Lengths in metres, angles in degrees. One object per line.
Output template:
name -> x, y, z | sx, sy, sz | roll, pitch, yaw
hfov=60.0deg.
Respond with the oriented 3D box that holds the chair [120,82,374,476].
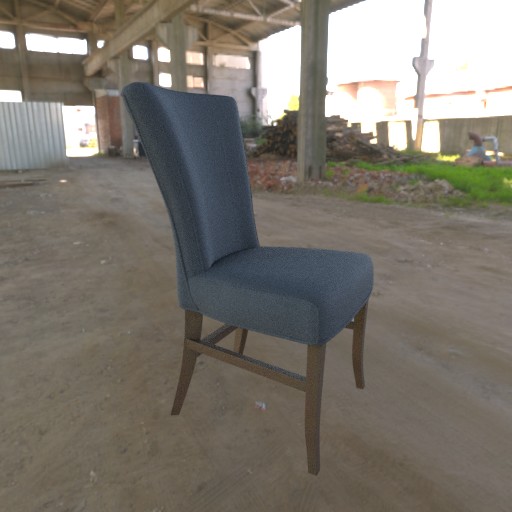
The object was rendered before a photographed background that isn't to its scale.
chair -> 0.000, 0.000, 1.372 | 0.660, 0.991, 0.520 | 8, 16, 27
